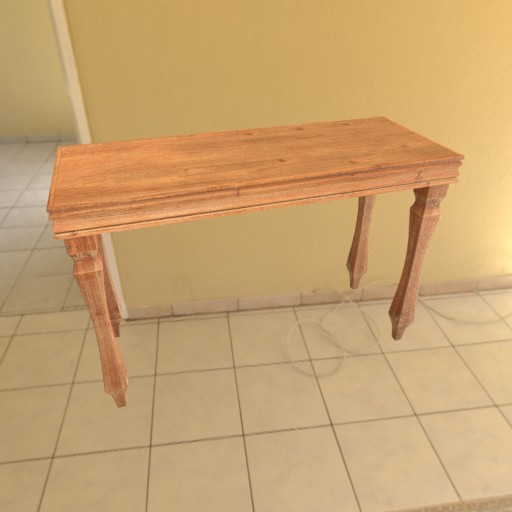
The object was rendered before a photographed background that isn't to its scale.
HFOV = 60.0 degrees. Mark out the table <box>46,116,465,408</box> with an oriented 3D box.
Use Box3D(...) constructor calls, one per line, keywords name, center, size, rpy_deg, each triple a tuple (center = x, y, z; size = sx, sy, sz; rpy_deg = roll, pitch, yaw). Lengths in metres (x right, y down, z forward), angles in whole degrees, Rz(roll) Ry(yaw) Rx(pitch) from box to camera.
Box3D(name="table", center=(0.000, 0.000, 1.784), size=(1.330, 0.873, 0.522), rpy_deg=(-10, 34, -15))
